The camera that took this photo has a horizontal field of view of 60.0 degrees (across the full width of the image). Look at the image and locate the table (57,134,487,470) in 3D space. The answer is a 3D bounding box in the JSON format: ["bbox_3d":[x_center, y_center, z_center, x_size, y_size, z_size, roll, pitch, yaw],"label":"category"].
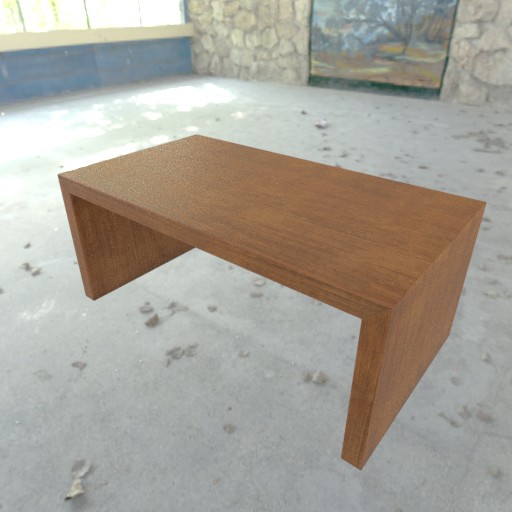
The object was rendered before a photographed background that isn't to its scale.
[{"bbox_3d":[0.000,0.000,1.269,1.000,0.419,0.549,22,37,33],"label":"table"}]
